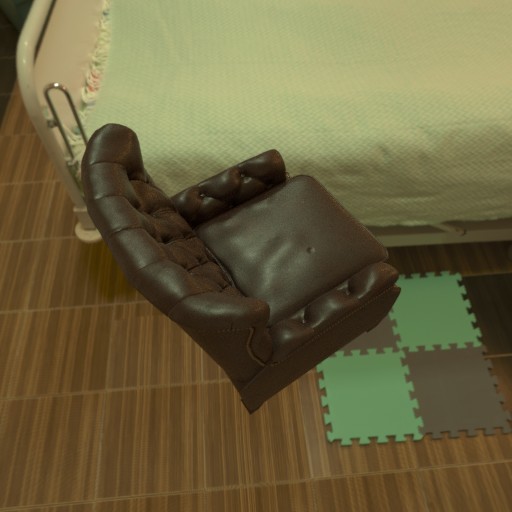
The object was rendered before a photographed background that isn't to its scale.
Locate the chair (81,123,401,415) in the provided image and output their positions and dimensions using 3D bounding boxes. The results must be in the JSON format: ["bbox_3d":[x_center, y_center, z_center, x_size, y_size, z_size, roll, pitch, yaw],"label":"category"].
[{"bbox_3d":[0.000,0.000,1.470,0.823,0.864,0.709,-29,61,-18],"label":"chair"}]
